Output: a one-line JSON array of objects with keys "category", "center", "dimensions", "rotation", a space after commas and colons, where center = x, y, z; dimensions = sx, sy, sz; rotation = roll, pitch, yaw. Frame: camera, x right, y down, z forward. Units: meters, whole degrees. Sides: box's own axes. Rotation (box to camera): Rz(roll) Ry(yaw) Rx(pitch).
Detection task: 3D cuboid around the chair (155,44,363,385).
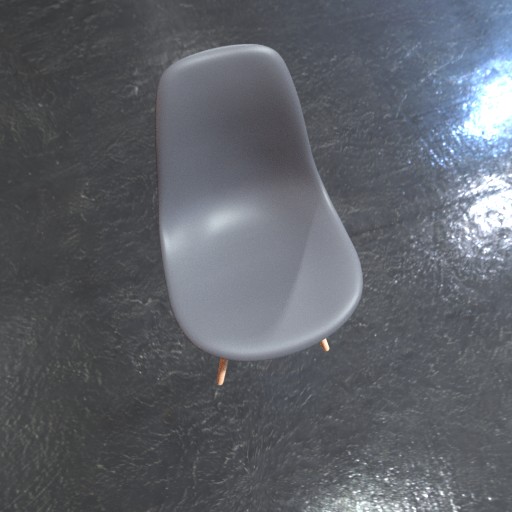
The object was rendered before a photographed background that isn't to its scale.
[{"category": "chair", "center": [0.000, 0.000, 1.133], "dimensions": [0.470, 0.826, 0.533], "rotation": [-16, 64, -8]}]
